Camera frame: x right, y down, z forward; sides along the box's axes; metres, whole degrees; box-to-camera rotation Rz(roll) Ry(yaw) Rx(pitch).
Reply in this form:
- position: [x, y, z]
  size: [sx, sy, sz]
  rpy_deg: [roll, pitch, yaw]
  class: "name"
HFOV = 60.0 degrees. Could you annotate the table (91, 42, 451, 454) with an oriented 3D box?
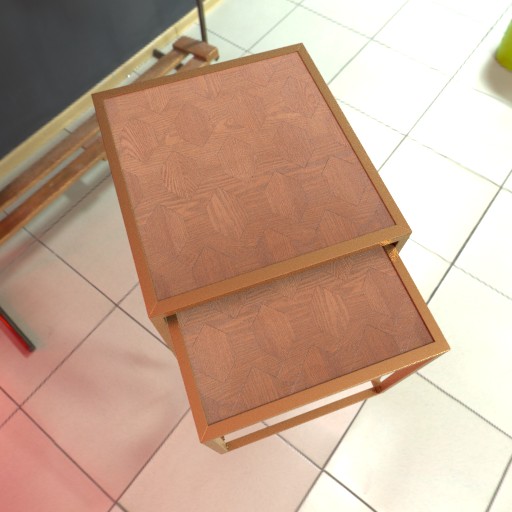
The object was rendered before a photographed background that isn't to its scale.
- position: [0.000, 0.000, 1.082]
  size: [0.505, 0.505, 0.762]
  rpy_deg: [-18, 65, -9]
  class: "table"
